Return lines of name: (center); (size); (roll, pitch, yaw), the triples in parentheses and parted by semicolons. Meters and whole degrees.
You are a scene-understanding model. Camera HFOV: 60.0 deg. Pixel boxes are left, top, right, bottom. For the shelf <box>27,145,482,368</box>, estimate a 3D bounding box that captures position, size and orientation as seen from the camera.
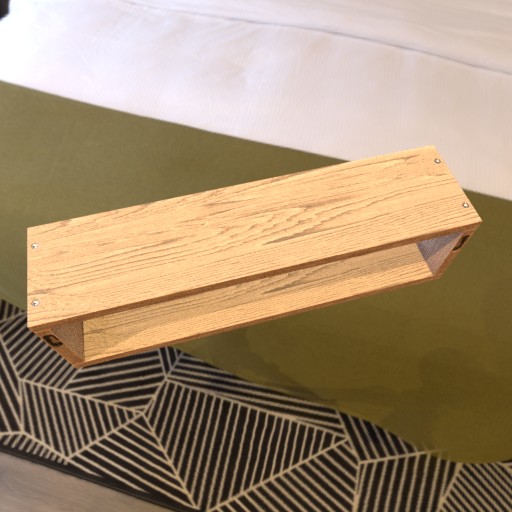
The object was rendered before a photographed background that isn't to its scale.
shelf: (0.000, 0.000, 0.684); (0.610, 0.170, 0.150); (-13, 60, -8)
